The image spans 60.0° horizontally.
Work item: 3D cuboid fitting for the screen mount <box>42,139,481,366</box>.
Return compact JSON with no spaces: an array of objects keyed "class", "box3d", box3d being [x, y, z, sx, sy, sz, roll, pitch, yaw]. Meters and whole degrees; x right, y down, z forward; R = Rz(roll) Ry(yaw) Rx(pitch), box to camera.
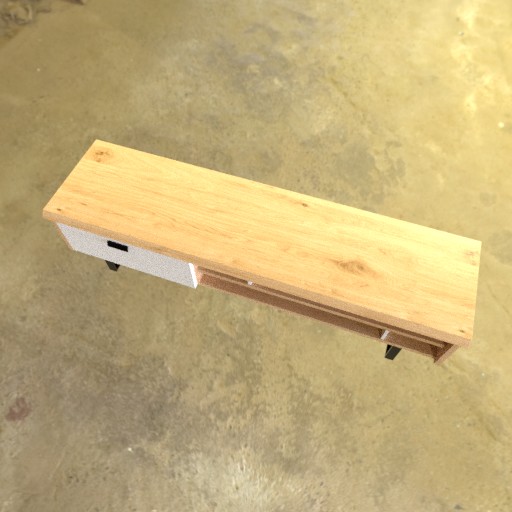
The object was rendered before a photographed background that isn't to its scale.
[{"class":"screen mount","box3d":[0.000,0.000,1.942,1.700,0.430,0.450,16,59,10]}]
